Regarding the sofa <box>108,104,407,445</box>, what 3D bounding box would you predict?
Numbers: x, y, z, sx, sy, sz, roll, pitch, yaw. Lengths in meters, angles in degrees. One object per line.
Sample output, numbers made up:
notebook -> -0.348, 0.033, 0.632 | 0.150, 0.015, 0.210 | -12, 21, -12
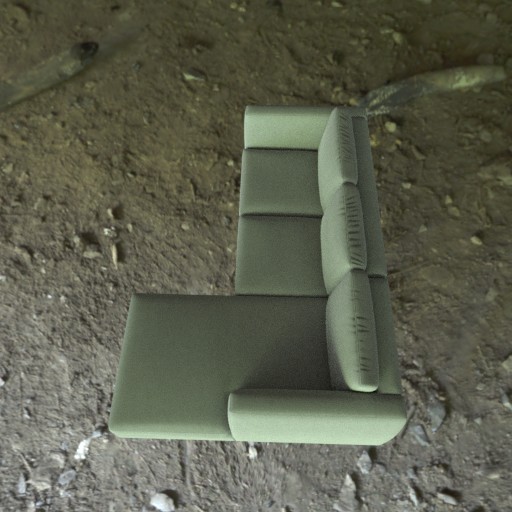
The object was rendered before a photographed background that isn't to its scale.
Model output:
sofa -> 0.000, 0.000, 2.991 | 1.580, 0.860, 2.300 | 1, 60, 1
